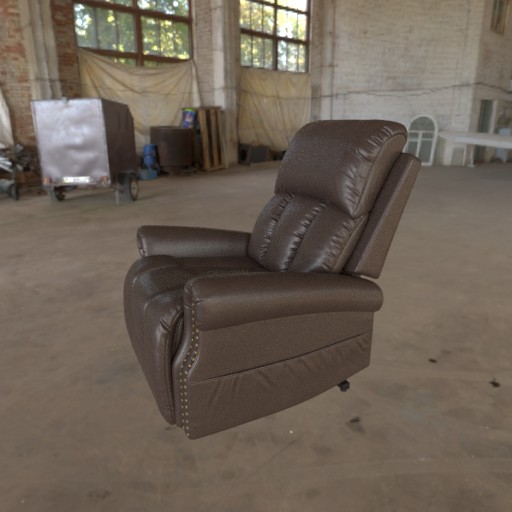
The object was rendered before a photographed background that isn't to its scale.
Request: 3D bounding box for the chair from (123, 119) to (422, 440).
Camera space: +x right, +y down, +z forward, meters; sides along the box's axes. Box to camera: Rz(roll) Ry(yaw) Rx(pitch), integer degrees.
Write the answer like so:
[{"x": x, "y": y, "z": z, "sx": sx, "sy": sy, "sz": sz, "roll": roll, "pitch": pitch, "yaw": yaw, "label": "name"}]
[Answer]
[{"x": 0.000, "y": 0.000, "z": 1.744, "sx": 0.978, "sy": 1.028, "sz": 0.869, "roll": -8, "pitch": 19, "yaw": -24, "label": "chair"}]
